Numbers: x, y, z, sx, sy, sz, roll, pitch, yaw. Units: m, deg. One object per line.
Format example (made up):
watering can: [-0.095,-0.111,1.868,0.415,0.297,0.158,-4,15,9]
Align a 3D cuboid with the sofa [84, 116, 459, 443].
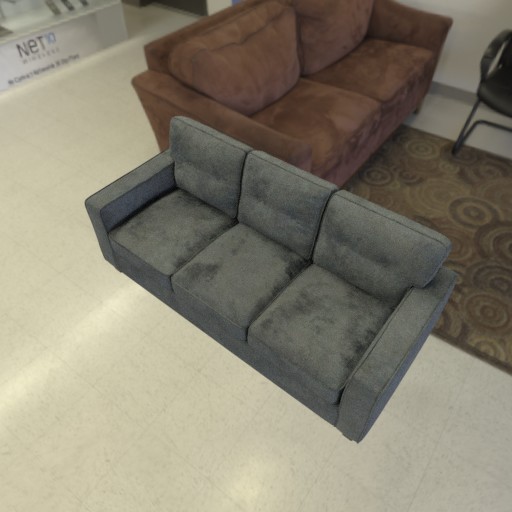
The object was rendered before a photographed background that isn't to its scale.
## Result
sofa: [0.000,0.000,2.739,2.133,0.965,0.939,31,54,25]
